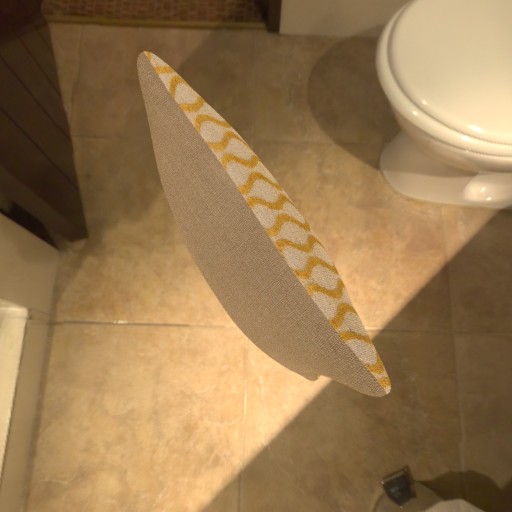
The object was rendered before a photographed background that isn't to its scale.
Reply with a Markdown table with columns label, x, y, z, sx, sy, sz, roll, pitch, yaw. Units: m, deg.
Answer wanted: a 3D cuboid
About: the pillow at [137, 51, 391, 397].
| label | x | y | z | sx | sy | sz | roll | pitch | yaw |
| --- | --- | --- | --- | --- | --- | --- | --- | --- | --- |
| pillow | 0.000 | 0.000 | 0.640 | 0.159 | 0.436 | 0.429 | -34 | 78 | -8 |
